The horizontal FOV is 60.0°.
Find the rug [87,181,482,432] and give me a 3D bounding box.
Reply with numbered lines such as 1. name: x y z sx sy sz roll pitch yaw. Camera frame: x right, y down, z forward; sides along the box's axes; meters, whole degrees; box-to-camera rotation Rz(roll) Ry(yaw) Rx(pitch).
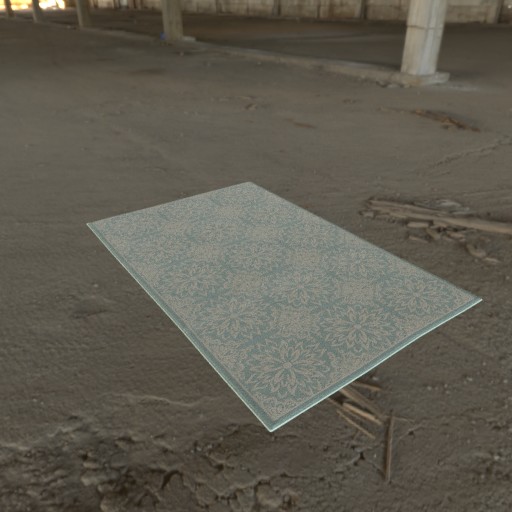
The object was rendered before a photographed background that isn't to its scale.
1. rug: 0.000 0.000 2.355 1.219 0.012 1.840 -20 36 -30
